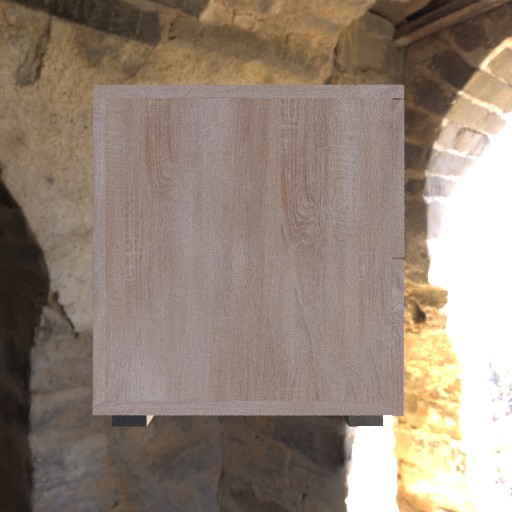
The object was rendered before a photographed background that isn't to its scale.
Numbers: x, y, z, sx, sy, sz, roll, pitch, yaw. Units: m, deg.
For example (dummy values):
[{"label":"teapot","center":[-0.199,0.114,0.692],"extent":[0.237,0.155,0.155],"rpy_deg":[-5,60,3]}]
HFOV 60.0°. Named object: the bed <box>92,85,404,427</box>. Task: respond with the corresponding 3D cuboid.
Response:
[{"label":"bed","center":[0.000,0.000,0.773],"extent":[0.401,0.420,0.460],"rpy_deg":[0,0,0]}]
